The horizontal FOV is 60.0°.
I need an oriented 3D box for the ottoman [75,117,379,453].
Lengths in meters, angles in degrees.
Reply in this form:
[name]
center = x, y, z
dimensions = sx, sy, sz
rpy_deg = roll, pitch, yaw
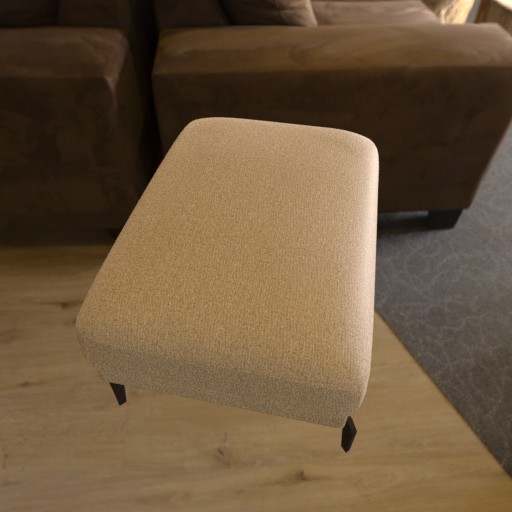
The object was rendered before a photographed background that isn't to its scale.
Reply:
[ottoman]
center = 0.000, 0.000, 1.099
dimensions = 0.568, 0.420, 0.772
rpy_deg = 9, 48, 8
